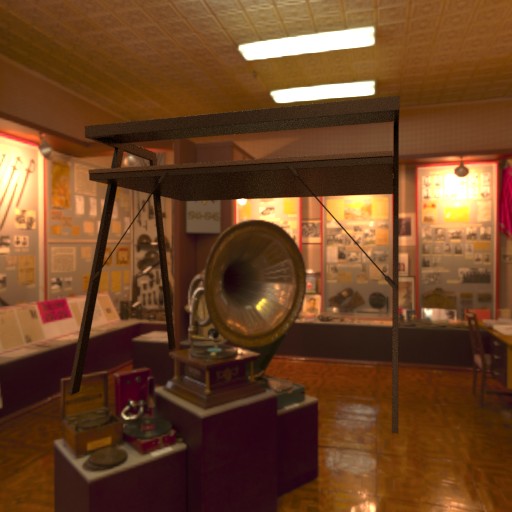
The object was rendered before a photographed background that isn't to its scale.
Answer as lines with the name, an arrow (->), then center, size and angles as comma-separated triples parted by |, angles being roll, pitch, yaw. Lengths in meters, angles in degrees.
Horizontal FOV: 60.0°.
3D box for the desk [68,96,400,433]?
desk -> 0.000, 0.000, 1.878 | 1.143, 0.998, 0.936 | 0, 1, 17
